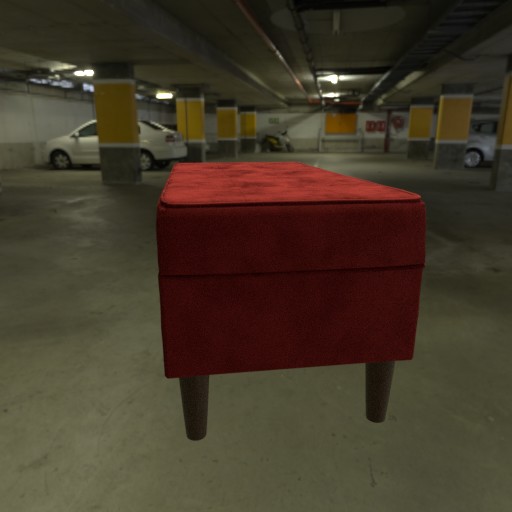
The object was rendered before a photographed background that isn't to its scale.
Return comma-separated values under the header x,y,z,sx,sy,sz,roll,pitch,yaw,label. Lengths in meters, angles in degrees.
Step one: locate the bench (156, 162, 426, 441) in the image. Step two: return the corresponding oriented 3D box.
x,y,z,sx,sy,sz,roll,pitch,yaw,label
0.000,0.000,1.282,0.492,0.471,1.016,-2,16,-8,bench
